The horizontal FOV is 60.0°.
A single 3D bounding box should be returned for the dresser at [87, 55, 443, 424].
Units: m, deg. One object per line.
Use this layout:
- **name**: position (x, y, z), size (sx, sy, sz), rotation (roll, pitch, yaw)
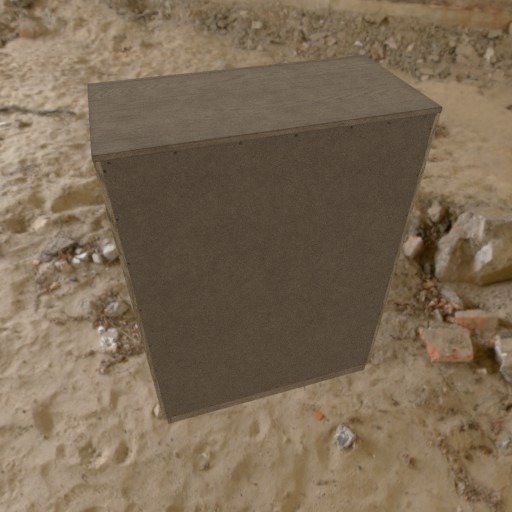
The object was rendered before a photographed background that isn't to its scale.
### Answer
- **dresser**: position (0.000, 0.000, 1.760), size (0.967, 1.295, 0.483), rotation (-11, 43, -13)
